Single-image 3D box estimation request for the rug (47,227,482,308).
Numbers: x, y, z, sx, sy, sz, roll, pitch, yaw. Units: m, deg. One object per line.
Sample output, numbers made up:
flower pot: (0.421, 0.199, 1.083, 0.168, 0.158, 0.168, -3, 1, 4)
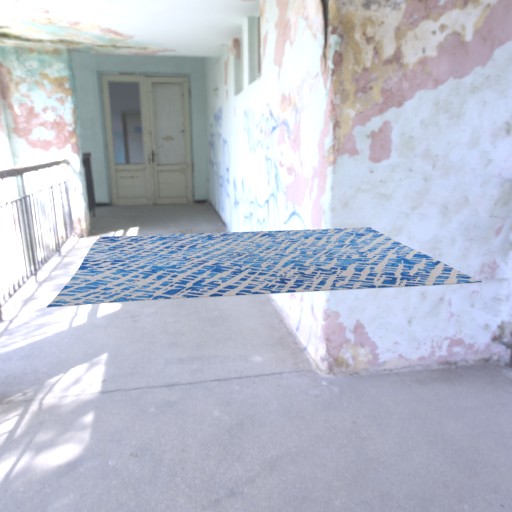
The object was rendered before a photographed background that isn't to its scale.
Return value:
rug: (0.000, 0.000, 2.393, 1.830, 0.011, 1.209, -3, 16, -9)
